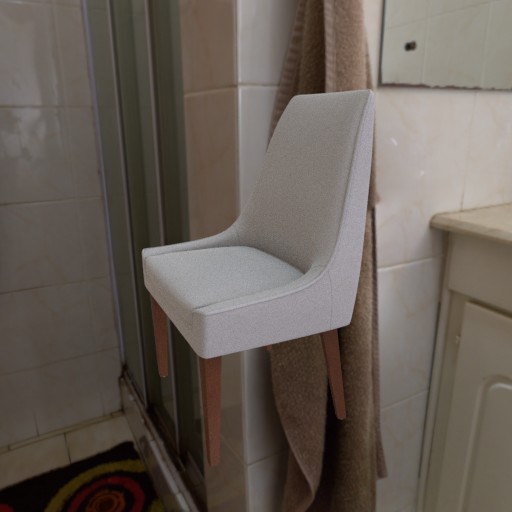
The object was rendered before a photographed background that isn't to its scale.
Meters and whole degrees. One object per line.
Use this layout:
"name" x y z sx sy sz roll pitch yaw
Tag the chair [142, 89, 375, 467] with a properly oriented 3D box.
"chair" 0.000 0.000 1.223 0.544 0.861 0.529 -9 19 -26
